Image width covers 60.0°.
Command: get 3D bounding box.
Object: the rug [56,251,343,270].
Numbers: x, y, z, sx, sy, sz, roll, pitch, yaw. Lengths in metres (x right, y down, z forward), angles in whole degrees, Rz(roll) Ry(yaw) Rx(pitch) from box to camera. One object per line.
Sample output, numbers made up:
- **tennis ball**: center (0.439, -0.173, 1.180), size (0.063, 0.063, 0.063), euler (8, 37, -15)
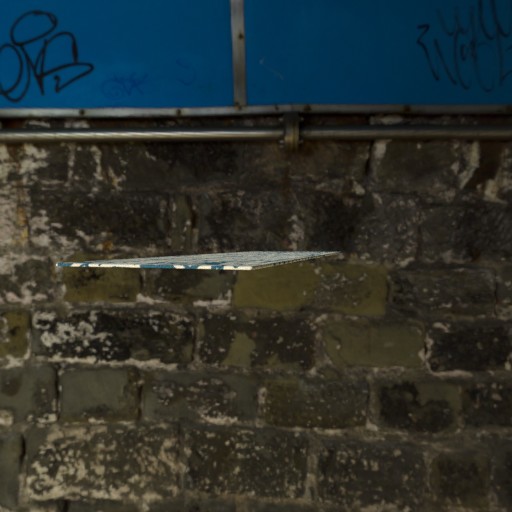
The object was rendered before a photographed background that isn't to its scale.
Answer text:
- **rug**: center (0.000, 0.000, 2.648), size (0.750, 0.011, 2.435), euler (1, 2, 18)
